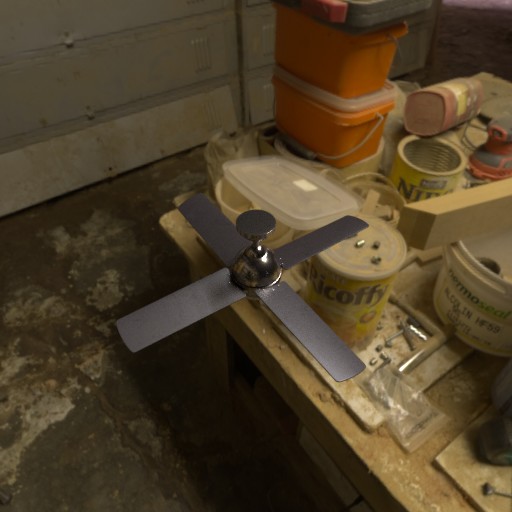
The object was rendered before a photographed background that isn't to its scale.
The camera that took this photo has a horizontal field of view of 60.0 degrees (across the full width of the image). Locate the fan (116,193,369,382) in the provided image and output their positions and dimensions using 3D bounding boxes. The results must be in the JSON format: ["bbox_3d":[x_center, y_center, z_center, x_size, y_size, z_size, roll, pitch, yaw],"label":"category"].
[{"bbox_3d":[0.000,0.000,2.009,1.332,0.403,1.332,-26,50,-24],"label":"fan"}]
